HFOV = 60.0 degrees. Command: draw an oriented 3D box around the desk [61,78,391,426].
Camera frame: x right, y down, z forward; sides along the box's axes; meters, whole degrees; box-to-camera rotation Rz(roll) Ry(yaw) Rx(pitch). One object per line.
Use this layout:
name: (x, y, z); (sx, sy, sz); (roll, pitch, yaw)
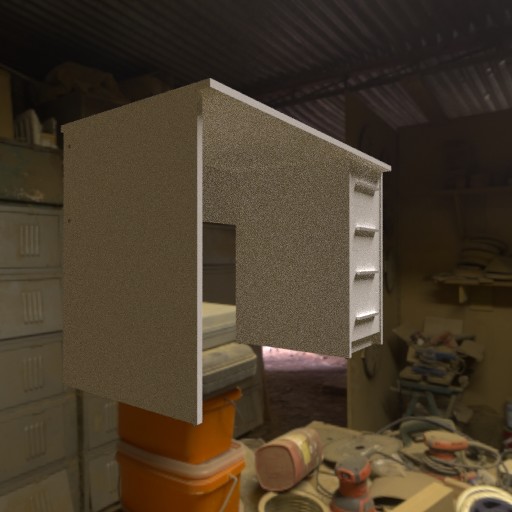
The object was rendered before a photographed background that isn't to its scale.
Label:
desk: (0.000, 0.000, 1.521); (0.560, 0.730, 1.096); (0, 0, 36)
